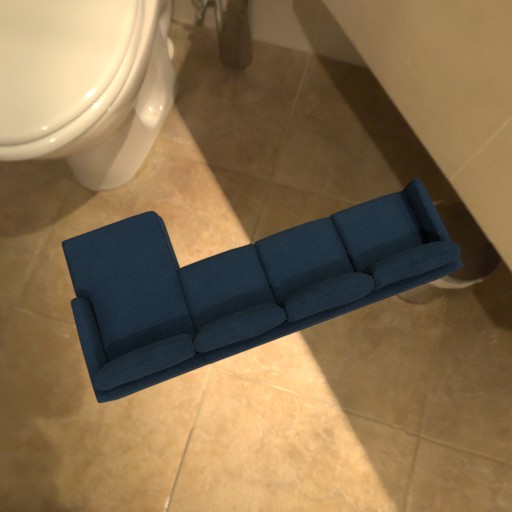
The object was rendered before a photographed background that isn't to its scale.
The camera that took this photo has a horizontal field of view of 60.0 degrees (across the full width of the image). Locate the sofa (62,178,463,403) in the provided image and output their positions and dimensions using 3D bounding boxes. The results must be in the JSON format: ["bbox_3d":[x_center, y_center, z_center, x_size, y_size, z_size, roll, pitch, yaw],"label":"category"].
[{"bbox_3d":[0.000,0.000,3.582,2.932,0.810,1.350,-20,76,-5],"label":"sofa"}]
